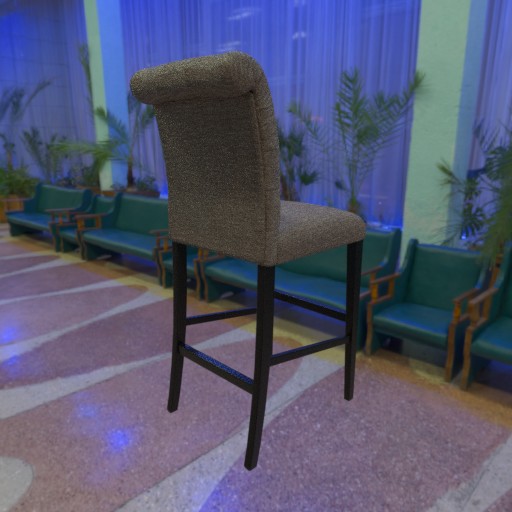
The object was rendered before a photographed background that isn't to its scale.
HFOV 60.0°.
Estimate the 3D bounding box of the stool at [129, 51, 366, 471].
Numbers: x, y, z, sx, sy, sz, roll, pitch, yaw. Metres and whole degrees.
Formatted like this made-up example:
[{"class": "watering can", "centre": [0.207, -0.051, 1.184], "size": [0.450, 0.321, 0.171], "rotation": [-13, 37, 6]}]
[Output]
[{"class": "stool", "centre": [0.000, 0.000, 1.448], "size": [0.452, 1.131, 0.613], "rotation": [14, 21, 43]}]
